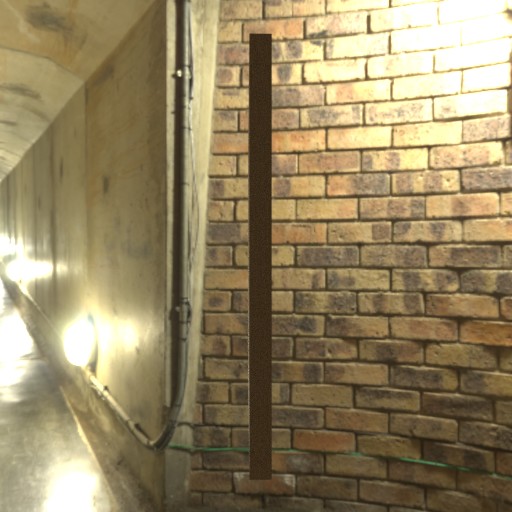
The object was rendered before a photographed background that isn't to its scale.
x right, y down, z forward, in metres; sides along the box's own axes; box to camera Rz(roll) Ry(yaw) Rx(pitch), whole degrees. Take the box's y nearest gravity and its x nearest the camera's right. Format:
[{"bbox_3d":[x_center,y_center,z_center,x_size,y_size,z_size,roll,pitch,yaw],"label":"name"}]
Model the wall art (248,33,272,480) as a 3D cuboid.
[{"bbox_3d":[0.000,0.000,1.134,0.038,0.758,0.761,0,0,-1],"label":"wall art"}]
